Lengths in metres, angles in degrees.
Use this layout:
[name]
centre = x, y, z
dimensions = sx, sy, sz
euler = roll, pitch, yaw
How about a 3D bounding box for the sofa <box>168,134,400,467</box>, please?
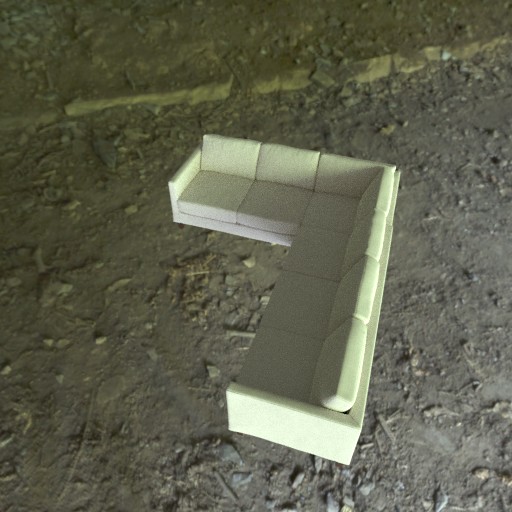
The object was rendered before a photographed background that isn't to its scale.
[sofa]
centre = 0.000, 0.000, 4.332
dimensions = 2.432, 0.863, 3.182
euler = 12, 44, 13
